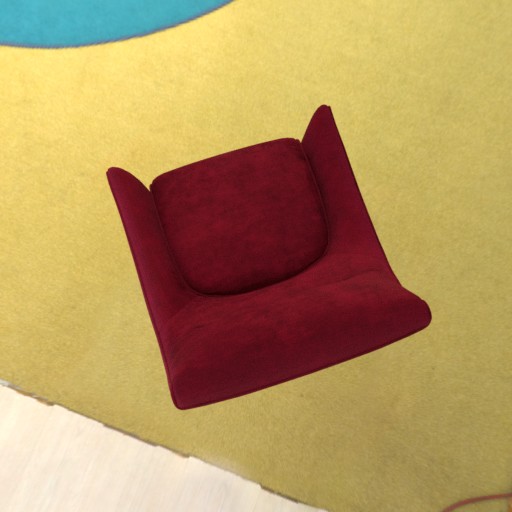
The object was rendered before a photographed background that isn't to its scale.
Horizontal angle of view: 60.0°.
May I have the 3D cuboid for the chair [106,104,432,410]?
[{"bbox_3d":[0.000,0.000,1.466,0.762,0.838,0.787,-18,76,-4],"label":"chair"}]
